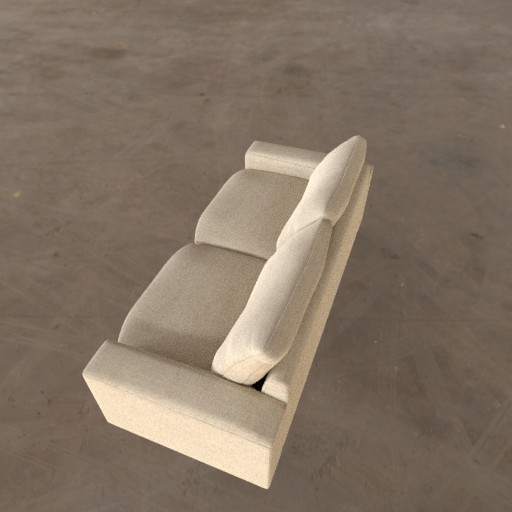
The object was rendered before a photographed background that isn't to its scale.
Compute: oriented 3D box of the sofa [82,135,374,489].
[{"bbox_3d":[0.000,0.000,2.837,1.040,0.922,2.299,16,47,15],"label":"sofa"}]
